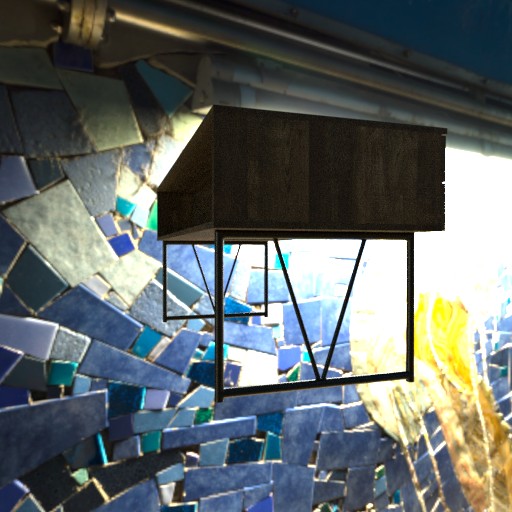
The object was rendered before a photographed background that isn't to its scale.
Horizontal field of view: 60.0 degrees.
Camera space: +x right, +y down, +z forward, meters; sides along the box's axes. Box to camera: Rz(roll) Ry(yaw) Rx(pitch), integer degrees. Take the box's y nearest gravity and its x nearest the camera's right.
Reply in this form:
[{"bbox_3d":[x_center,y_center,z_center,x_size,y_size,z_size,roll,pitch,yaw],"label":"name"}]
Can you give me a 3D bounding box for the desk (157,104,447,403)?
[{"bbox_3d":[0.000,0.000,1.984,0.730,0.780,1.600,0,1,-18],"label":"desk"}]
